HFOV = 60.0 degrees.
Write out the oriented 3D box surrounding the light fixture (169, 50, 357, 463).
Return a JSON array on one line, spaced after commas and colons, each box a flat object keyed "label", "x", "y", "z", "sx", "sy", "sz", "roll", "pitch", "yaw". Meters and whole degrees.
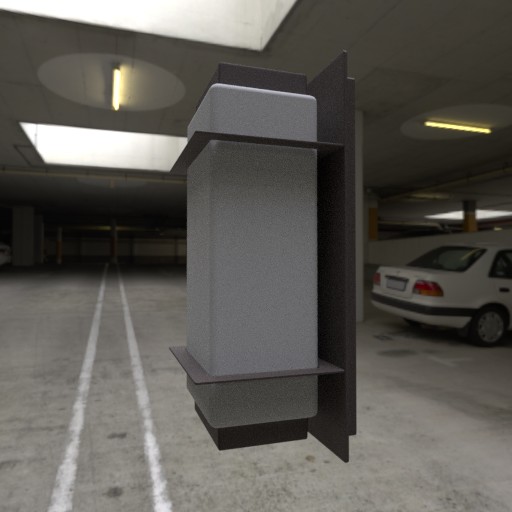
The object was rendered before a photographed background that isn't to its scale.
[{"label": "light fixture", "x": 0.000, "y": 0.000, "z": 0.426, "sx": 0.146, "sy": 0.347, "sz": 0.153, "roll": 0, "pitch": -1, "yaw": -18}]
